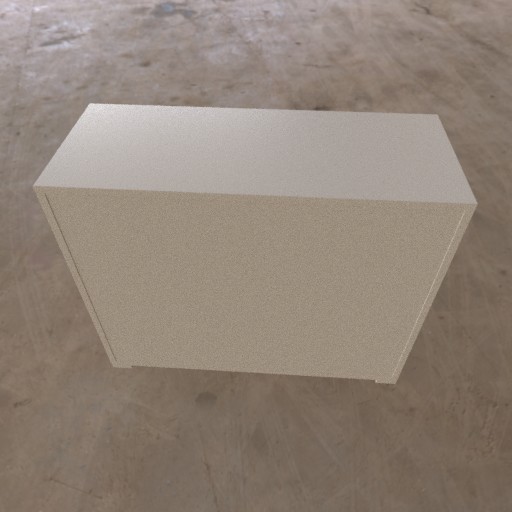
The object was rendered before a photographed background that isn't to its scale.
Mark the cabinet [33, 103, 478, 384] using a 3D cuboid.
[{"bbox_3d":[0.000,0.000,1.418,1.000,0.800,0.400,3,46,3],"label":"cabinet"}]
